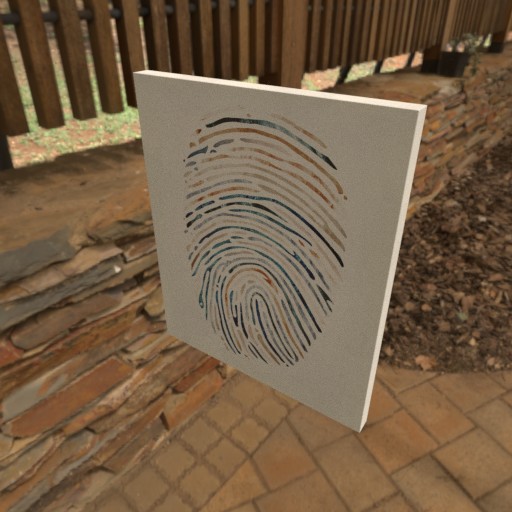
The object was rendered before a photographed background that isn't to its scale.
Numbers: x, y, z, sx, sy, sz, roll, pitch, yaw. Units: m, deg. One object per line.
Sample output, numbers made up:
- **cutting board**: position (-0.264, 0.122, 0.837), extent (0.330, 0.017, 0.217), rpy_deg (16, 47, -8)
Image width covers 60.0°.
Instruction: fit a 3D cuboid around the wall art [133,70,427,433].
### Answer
- **wall art**: position (0.000, 0.000, 0.833), extent (0.508, 0.606, 0.037), rpy_deg (19, 36, 29)
